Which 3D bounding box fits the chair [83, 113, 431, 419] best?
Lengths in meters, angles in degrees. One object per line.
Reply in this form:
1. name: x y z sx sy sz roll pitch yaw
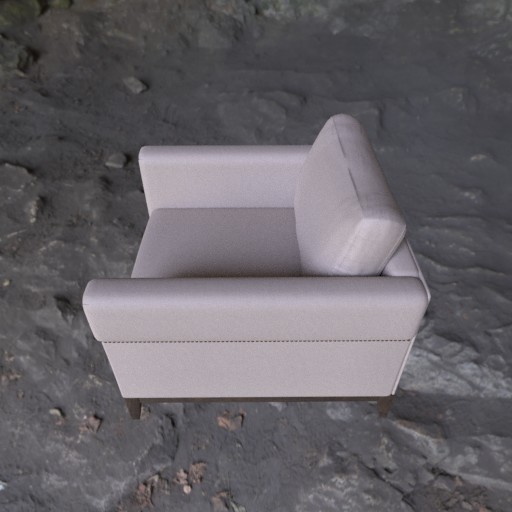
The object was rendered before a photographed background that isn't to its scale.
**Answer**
1. chair: 0.000 0.000 1.688 0.959 0.838 0.914 0 41 0
